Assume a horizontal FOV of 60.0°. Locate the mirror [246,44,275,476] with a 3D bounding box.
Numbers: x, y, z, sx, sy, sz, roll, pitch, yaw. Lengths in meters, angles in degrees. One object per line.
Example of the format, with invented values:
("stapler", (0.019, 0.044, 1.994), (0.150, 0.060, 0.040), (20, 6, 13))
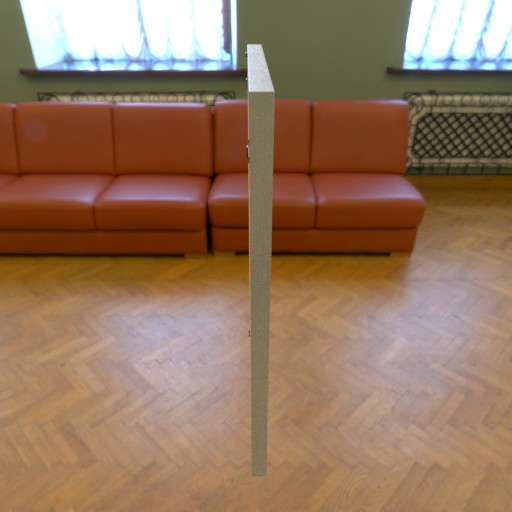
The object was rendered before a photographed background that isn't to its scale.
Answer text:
("mirror", (0.000, 0.000, 1.127), (0.041, 0.915, 0.609), (-1, 31, -1))
